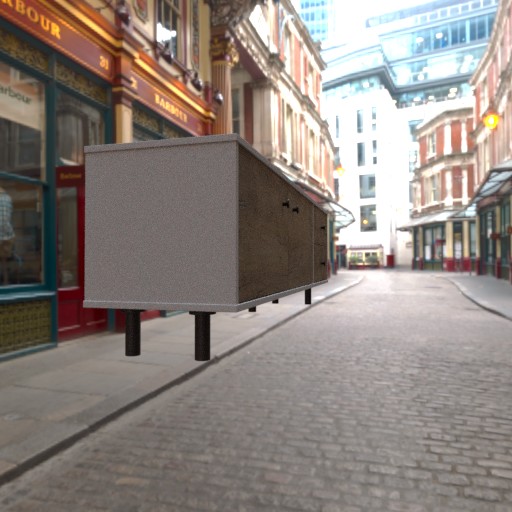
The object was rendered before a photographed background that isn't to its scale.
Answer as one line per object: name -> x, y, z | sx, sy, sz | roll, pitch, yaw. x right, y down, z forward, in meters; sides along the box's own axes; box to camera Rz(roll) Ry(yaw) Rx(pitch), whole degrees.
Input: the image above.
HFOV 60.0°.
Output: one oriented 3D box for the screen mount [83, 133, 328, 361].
screen mount -> 0.000, 0.000, 1.803 | 0.418, 0.520, 1.600 | 0, -1, 16
